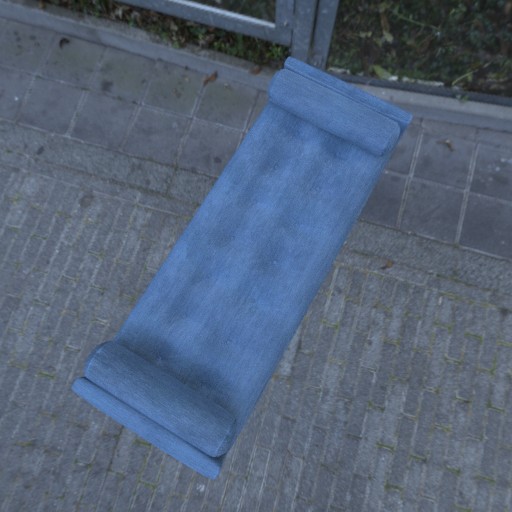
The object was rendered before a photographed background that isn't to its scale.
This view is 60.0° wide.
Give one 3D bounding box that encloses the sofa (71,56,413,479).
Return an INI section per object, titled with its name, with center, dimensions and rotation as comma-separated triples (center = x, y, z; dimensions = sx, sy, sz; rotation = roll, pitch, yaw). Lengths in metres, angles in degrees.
[sofa]
center = 0.000, 0.000, 2.484
dimensions = 0.796, 0.705, 2.102
rotation = 29, 76, 8
